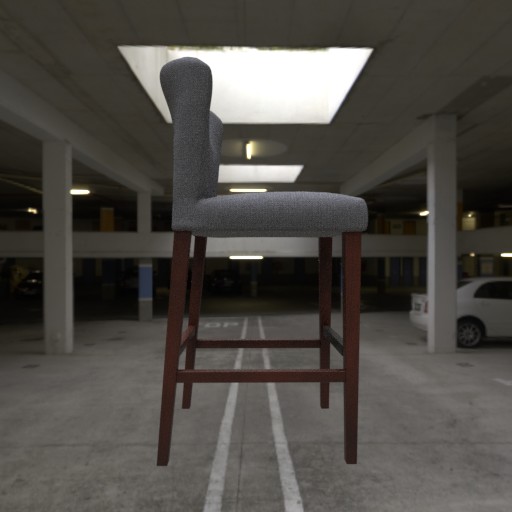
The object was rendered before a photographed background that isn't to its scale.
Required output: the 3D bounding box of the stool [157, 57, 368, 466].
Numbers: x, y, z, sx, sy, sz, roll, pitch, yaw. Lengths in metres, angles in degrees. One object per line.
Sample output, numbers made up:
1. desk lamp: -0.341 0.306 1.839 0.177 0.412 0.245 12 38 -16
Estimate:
1. stool: 0.000 0.000 1.345 0.568 1.069 0.486 0 0 -1
